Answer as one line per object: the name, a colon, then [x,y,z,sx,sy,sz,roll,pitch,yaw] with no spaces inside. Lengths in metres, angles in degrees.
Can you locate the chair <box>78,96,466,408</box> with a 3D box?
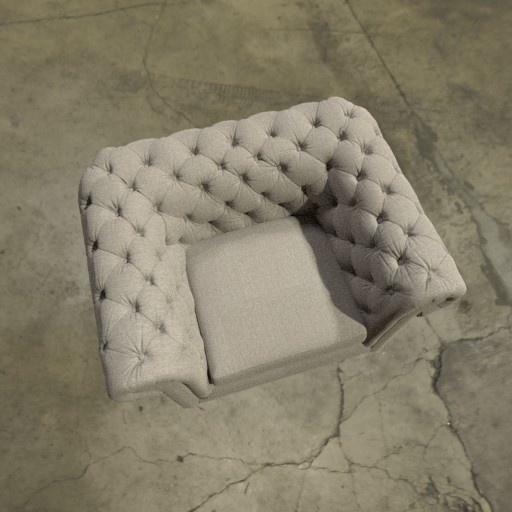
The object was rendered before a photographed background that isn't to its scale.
chair: [0.000,0.000,1.907,1.270,0.770,0.976,-15,65,-7]
